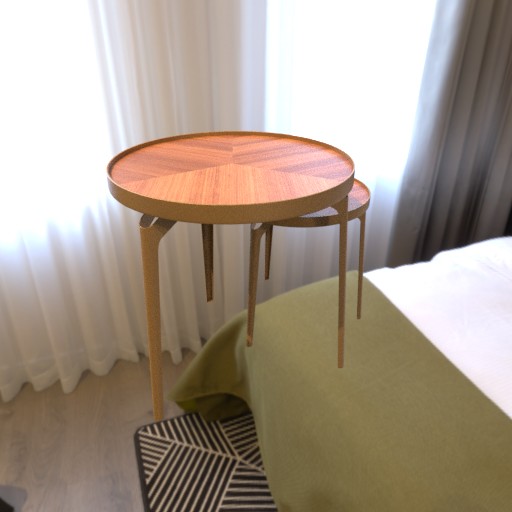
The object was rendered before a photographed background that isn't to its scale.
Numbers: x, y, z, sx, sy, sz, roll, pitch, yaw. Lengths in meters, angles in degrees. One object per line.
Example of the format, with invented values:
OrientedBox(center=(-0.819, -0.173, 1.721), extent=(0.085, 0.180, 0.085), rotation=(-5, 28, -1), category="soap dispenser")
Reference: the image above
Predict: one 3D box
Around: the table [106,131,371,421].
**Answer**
OrientedBox(center=(0.000, 0.000, 1.160), extent=(0.532, 0.555, 0.751), rotation=(21, 35, 33), category="table")
